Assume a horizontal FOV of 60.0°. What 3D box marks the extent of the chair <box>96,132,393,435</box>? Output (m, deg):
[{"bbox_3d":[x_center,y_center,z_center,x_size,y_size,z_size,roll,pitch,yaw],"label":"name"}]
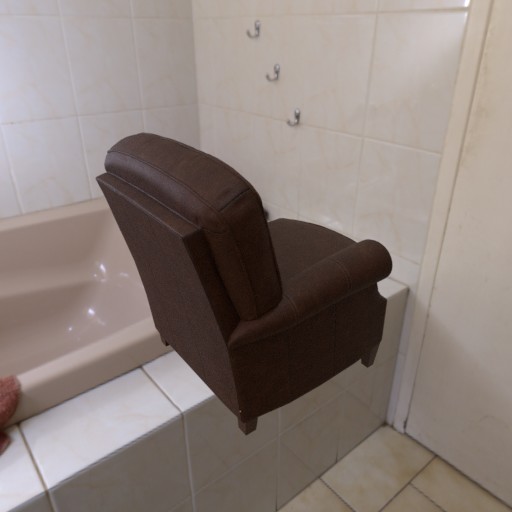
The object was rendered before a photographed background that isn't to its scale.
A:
[{"bbox_3d":[0.000,0.000,1.817,0.986,1.018,0.936,-19,32,-32],"label":"chair"}]
